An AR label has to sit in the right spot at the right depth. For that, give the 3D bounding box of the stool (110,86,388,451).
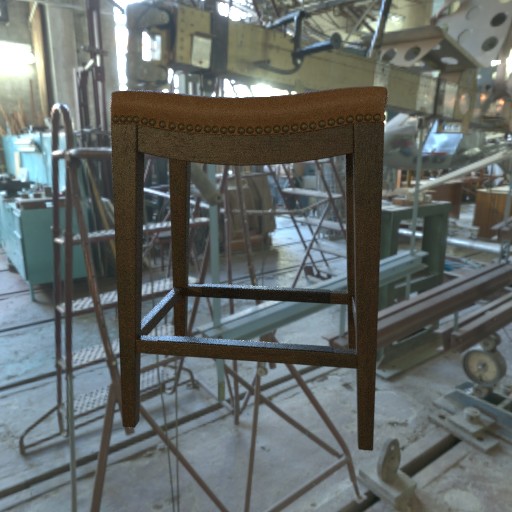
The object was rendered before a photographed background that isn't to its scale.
[{"bbox_3d":[0.000,0.000,0.962,0.500,0.660,0.361,2,15,8],"label":"stool"}]
